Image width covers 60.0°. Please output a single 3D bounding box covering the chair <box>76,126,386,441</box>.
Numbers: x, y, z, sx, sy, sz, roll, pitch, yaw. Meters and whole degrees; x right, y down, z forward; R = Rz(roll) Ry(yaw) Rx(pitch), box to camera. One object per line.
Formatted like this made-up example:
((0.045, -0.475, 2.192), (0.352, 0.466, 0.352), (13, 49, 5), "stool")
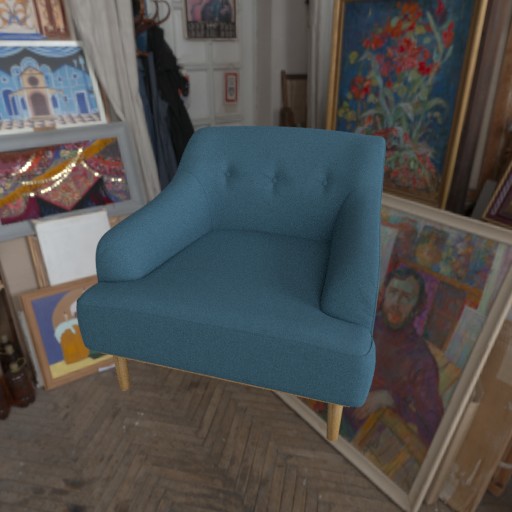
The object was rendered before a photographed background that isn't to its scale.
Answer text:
((0.000, 0.000, 1.663), (0.946, 0.818, 0.951), (8, 26, 16), "chair")
